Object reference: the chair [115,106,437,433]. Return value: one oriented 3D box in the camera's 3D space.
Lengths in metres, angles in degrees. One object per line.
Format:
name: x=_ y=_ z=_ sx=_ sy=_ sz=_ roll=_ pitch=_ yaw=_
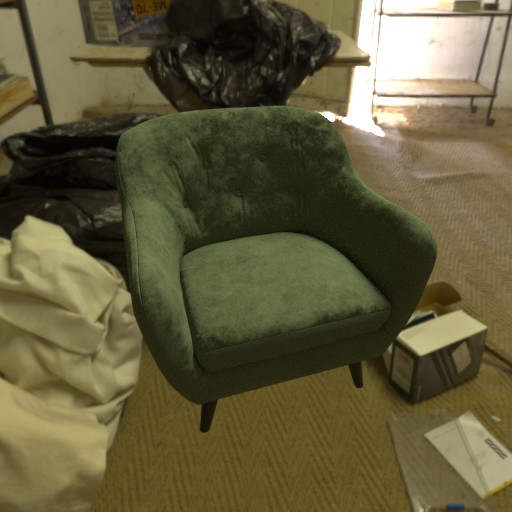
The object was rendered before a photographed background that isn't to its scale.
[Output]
chair: x=0.000 y=0.000 z=1.502 sx=0.840 sy=0.804 sz=0.819 roll=-10 pitch=34 yaw=-16
